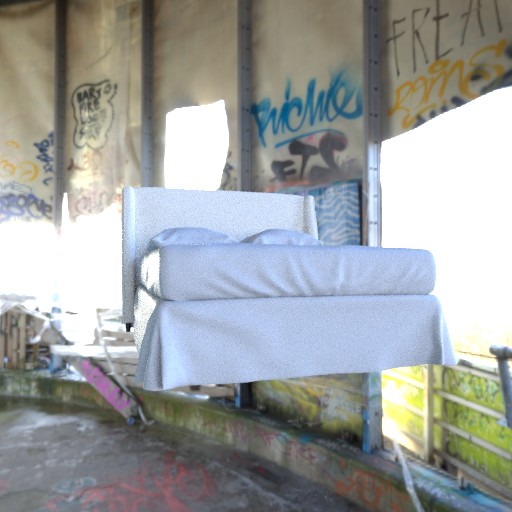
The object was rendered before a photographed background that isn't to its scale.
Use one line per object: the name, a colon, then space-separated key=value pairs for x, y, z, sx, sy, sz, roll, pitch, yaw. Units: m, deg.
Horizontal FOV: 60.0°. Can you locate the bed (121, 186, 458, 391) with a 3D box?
bed: x=0.000 y=0.000 z=3.356 sx=1.925 sy=1.332 sz=2.276 roll=0 pitch=-1 yaw=-18
